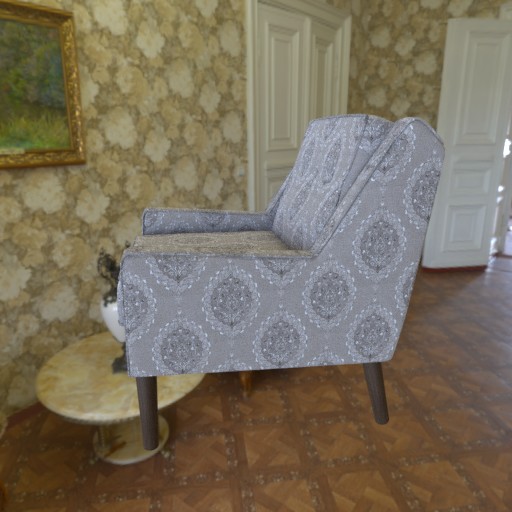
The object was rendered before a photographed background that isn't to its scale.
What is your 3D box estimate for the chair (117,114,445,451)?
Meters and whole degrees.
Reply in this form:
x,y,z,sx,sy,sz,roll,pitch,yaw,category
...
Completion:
x,y,z,sx,sy,sz,roll,pitch,yaw,category
0.000,0.000,1.314,0.750,0.797,0.665,-2,15,-9,chair
